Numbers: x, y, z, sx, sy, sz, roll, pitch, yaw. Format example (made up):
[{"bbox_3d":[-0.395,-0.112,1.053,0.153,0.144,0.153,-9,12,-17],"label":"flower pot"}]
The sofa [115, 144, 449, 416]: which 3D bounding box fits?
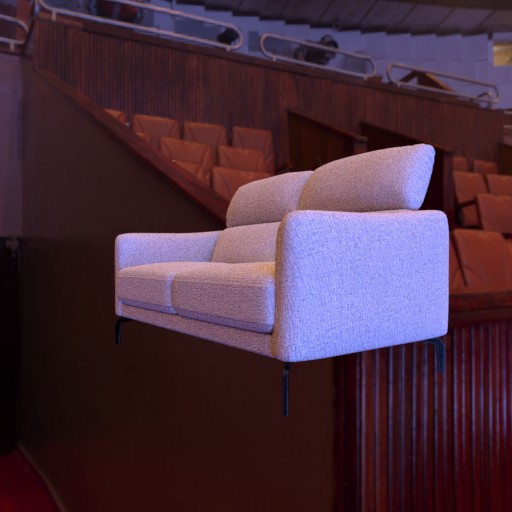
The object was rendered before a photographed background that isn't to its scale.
[{"bbox_3d":[0.000,0.000,2.107,0.905,0.950,1.540,1,-1,-37],"label":"sofa"}]
